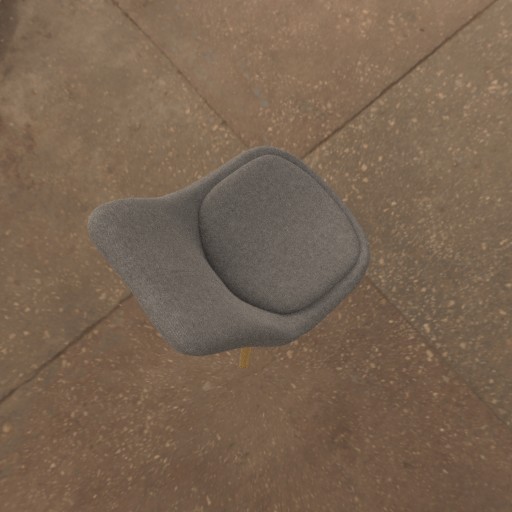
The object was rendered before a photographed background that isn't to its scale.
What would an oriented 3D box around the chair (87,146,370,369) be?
[{"bbox_3d":[0.000,0.000,1.189,0.550,0.865,0.483,-37,78,-9],"label":"chair"}]
